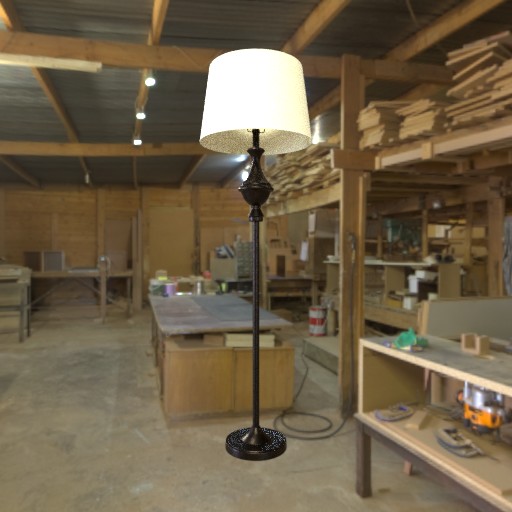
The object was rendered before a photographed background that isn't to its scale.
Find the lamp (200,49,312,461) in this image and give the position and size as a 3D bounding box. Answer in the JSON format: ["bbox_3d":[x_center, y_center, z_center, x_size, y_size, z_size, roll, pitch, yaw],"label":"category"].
[{"bbox_3d":[0.000,0.000,1.713,0.431,1.484,0.431,0,1,0],"label":"lamp"}]
